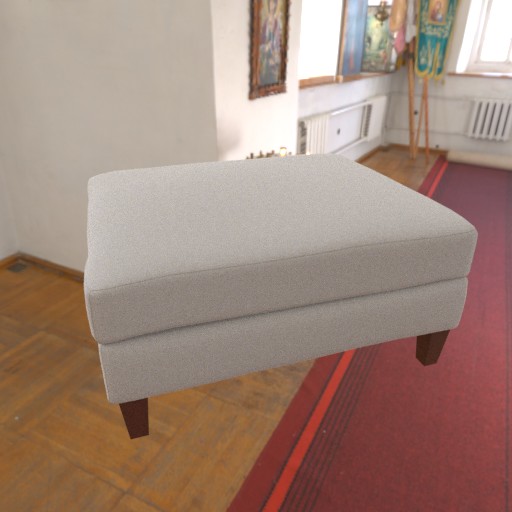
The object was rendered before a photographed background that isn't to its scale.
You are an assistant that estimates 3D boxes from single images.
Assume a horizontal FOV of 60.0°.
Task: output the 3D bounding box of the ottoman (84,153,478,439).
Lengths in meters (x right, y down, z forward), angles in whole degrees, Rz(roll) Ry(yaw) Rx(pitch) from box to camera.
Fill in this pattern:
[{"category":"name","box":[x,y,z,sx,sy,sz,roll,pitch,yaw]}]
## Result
[{"category":"ottoman","box":[0.000,0.000,1.418,0.976,0.492,0.836,-8,28,-16]}]
